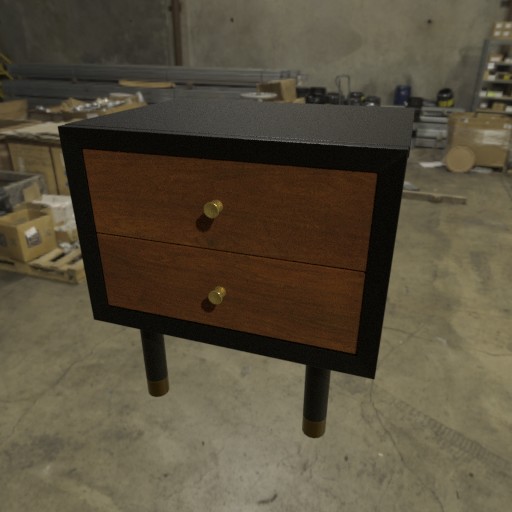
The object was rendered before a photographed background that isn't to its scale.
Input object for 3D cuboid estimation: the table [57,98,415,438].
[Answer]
[{"bbox_3d":[0.000,0.000,0.962,0.564,0.584,0.441,8,27,17],"label":"table"}]
